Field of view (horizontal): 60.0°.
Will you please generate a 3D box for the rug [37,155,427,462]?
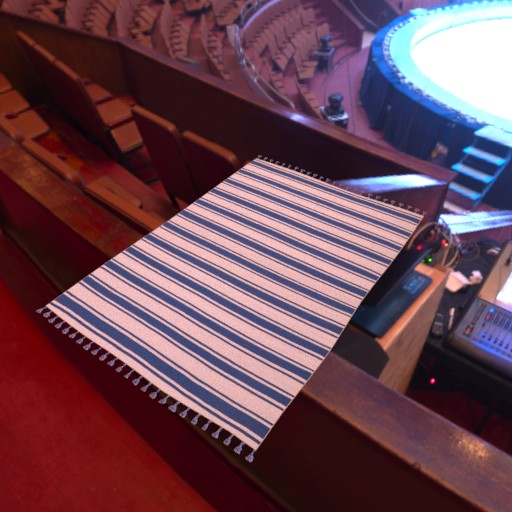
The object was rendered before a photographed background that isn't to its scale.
[{"bbox_3d":[0.000,0.000,2.964,1.544,0.010,2.315,25,47,26],"label":"rug"}]
